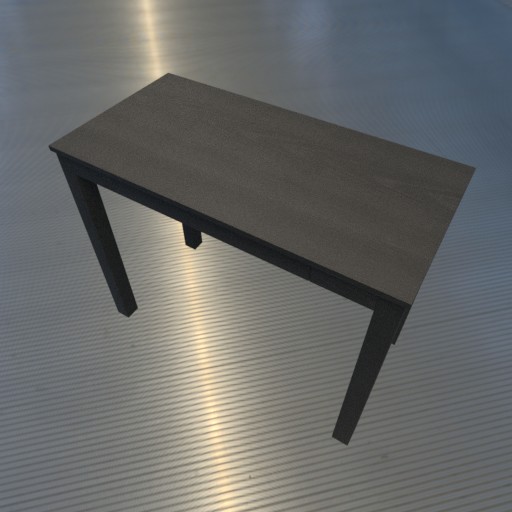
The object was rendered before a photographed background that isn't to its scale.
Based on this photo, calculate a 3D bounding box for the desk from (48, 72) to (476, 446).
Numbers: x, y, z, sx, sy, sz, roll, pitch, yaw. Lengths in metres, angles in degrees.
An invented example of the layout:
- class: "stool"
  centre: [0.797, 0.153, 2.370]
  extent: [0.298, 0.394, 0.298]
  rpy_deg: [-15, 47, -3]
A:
- class: "desk"
  centre: [0.000, 0.000, 1.425]
  extent: [0.991, 0.762, 0.499]
  rpy_deg: [25, 52, 21]
